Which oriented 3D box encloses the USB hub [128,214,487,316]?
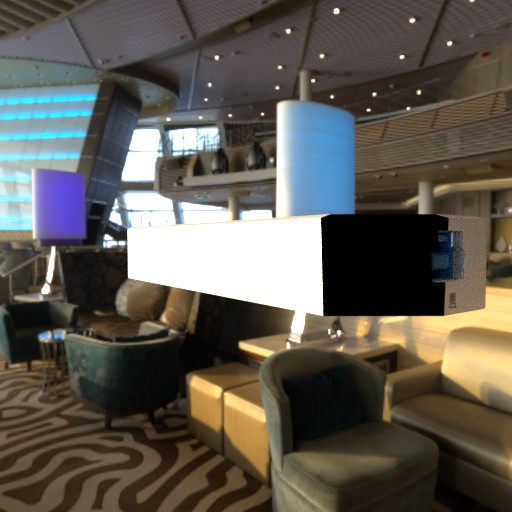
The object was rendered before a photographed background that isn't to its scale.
[{"bbox_3d":[0.000,0.000,0.158,0.044,0.023,0.145,-1,2,-36],"label":"USB hub"}]
